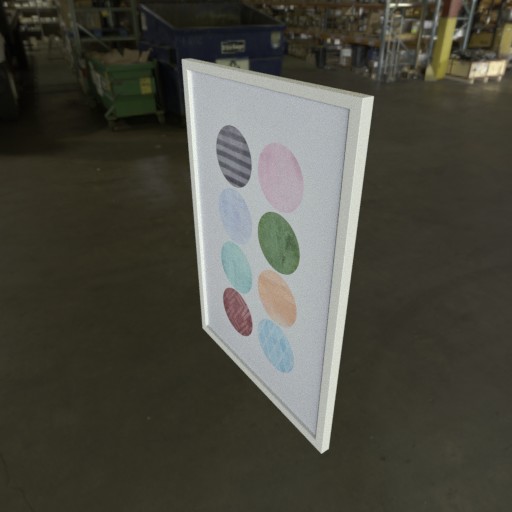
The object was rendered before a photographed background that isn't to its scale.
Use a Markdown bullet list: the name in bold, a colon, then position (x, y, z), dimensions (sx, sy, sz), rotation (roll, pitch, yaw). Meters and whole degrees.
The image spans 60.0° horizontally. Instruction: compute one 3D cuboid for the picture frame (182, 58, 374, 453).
- **picture frame**: position (0.000, 0.000, 0.565), dimensions (0.013, 0.434, 0.305), rotation (-20, 36, -30)
